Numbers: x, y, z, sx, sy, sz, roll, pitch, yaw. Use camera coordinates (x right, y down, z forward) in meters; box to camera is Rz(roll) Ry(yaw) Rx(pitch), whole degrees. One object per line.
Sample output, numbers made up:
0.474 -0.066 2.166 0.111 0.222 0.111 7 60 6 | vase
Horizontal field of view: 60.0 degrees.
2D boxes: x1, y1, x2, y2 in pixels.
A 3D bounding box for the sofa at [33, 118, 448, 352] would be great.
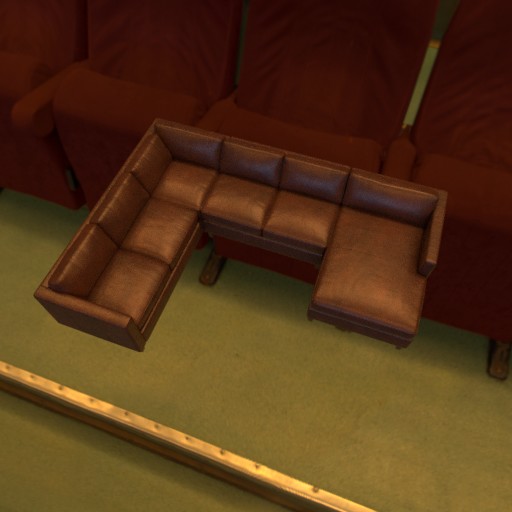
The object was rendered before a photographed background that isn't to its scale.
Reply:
0.000 0.000 4.466 3.324 0.891 2.452 17 60 10 | sofa
